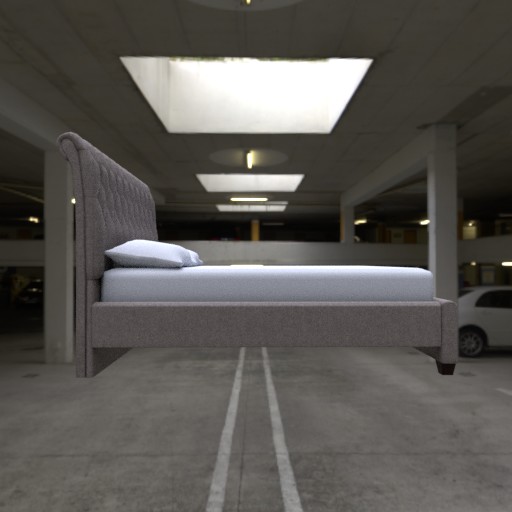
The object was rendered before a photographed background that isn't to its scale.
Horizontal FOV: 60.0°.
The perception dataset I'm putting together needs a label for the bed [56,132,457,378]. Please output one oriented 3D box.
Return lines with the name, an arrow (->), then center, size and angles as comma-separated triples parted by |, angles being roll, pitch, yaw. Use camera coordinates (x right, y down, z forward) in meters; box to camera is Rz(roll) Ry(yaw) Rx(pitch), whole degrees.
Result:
bed -> 0.000, 0.000, 3.293 | 2.252, 1.371, 1.645 | 0, -1, -1
